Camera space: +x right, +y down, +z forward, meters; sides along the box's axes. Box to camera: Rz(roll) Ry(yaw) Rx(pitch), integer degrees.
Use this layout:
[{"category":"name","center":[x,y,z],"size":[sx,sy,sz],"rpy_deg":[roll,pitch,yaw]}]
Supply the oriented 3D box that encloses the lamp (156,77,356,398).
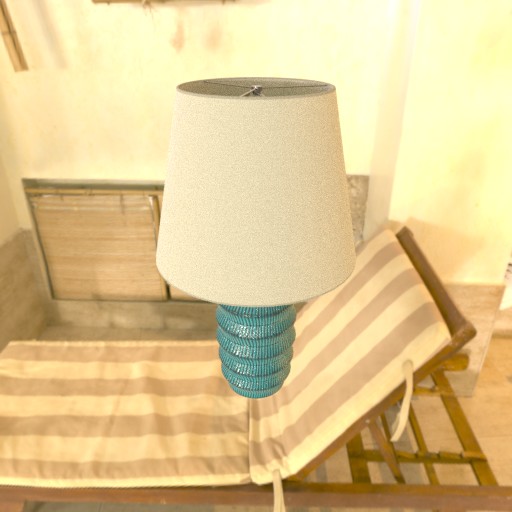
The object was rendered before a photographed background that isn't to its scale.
[{"category":"lamp","center":[0.000,0.000,0.805],"size":[0.355,0.582,0.355],"rpy_deg":[0,28,0]}]
